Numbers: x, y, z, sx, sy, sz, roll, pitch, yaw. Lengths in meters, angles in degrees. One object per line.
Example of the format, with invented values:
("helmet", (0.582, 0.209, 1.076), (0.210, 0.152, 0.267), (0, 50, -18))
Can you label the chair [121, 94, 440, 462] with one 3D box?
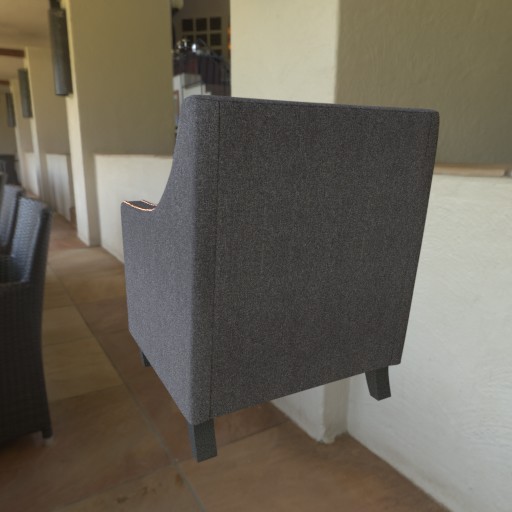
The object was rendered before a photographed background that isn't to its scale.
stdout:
("chair", (0.000, 0.000, 1.579), (0.776, 0.967, 0.884), (-7, 15, -27))
